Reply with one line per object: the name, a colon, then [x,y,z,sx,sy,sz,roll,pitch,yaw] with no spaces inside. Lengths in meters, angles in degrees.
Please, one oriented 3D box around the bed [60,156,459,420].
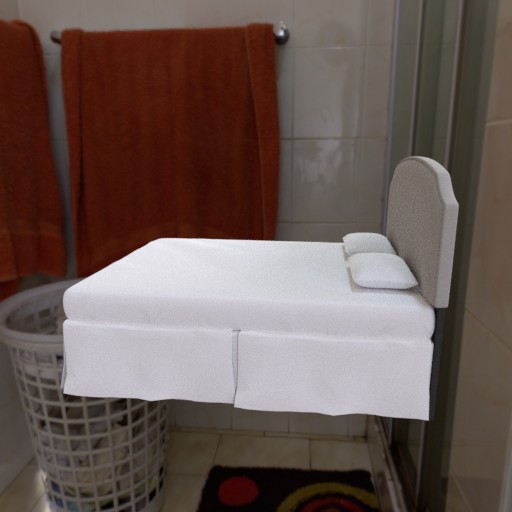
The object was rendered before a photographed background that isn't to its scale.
bed: [0.000,0.000,2.888,1.999,1.270,1.558,2,14,8]
